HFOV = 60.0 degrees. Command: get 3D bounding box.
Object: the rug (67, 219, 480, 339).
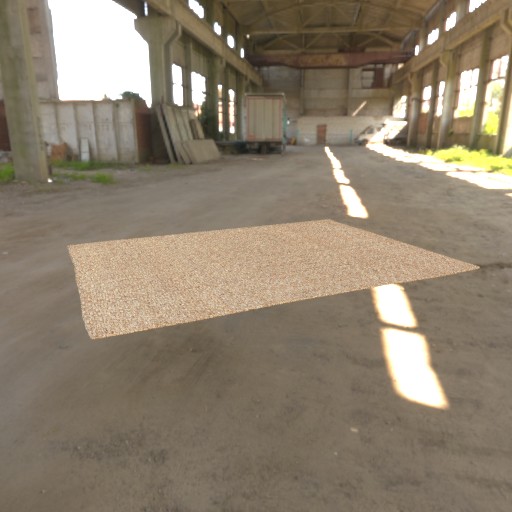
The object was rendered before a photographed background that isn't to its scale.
[{"bbox_3d":[0.000,0.000,2.792,2.141,0.013,1.566,-8,18,-24],"label":"rug"}]
